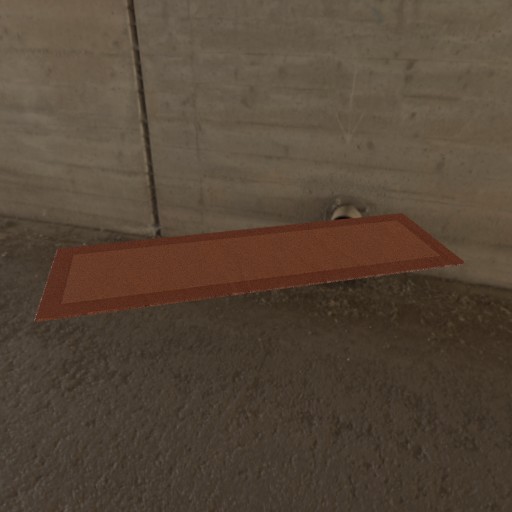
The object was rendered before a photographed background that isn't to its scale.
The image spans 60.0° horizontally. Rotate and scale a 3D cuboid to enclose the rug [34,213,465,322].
[{"bbox_3d":[0.000,0.000,2.745,2.471,0.013,0.914,-9,31,-15],"label":"rug"}]
